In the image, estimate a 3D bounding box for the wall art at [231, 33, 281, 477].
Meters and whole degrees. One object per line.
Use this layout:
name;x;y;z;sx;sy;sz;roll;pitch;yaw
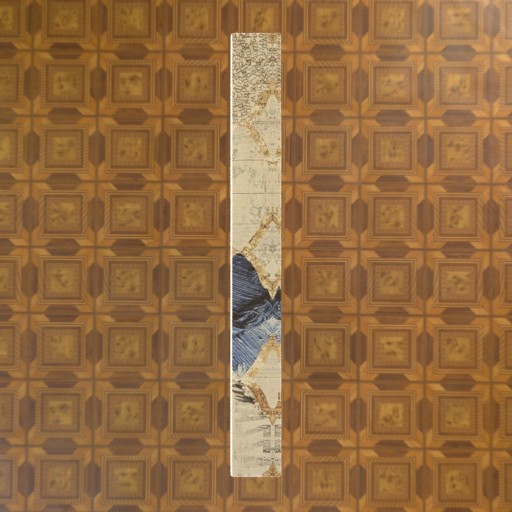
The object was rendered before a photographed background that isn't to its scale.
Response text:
wall art;0.000;0.000;0.452;0.036;0.304;0.303;0;89;0
